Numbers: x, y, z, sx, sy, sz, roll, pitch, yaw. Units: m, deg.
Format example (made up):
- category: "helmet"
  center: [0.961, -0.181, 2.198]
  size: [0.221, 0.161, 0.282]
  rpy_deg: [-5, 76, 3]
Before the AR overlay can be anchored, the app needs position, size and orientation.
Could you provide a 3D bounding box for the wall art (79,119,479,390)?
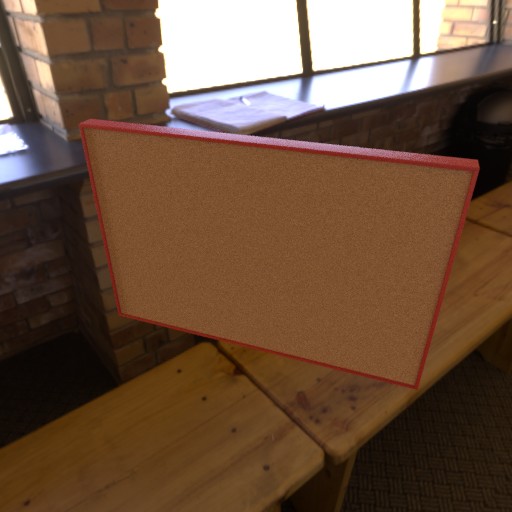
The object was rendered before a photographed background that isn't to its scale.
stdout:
- category: "wall art"
  center: [0.000, 0.000, 0.762]
  size: [0.607, 0.405, 0.033]
  rpy_deg: [11, 34, 16]
